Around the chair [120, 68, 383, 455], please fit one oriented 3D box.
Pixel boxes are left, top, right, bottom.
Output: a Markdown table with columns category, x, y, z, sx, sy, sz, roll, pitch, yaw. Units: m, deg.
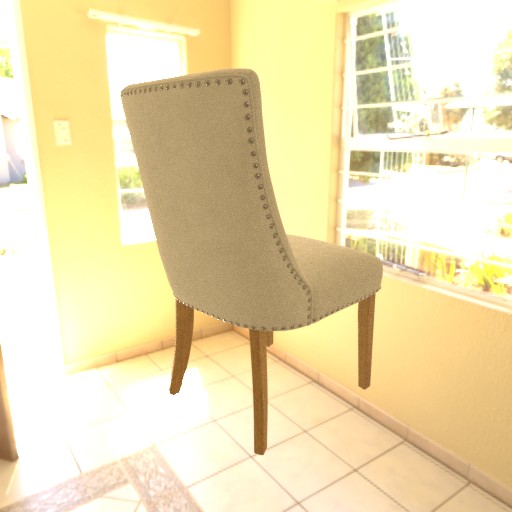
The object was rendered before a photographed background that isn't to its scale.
| category | x | y | z | sx | sy | sz | roll | pitch | yaw |
| --- | --- | --- | --- | --- | --- | --- | --- | --- | --- |
| chair | 0.000 | 0.000 | 1.258 | 0.610 | 0.902 | 0.495 | -14 | 21 | -43 |
